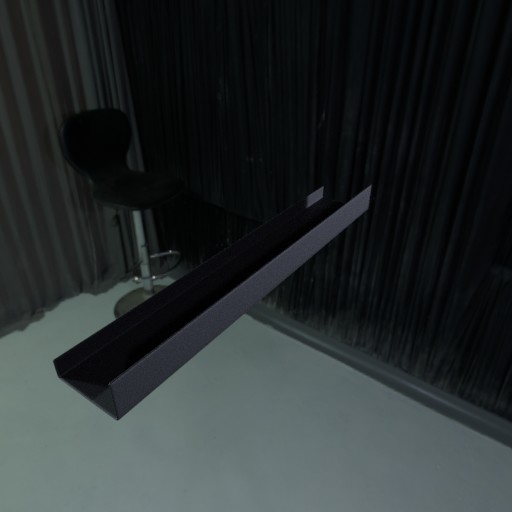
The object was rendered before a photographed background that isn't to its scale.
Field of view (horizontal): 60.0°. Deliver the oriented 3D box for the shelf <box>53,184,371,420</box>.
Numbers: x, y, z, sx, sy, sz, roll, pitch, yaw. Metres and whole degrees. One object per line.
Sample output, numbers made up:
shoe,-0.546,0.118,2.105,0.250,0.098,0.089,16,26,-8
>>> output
shelf,0.000,0.000,0.658,0.102,0.053,0.605,20,36,30
